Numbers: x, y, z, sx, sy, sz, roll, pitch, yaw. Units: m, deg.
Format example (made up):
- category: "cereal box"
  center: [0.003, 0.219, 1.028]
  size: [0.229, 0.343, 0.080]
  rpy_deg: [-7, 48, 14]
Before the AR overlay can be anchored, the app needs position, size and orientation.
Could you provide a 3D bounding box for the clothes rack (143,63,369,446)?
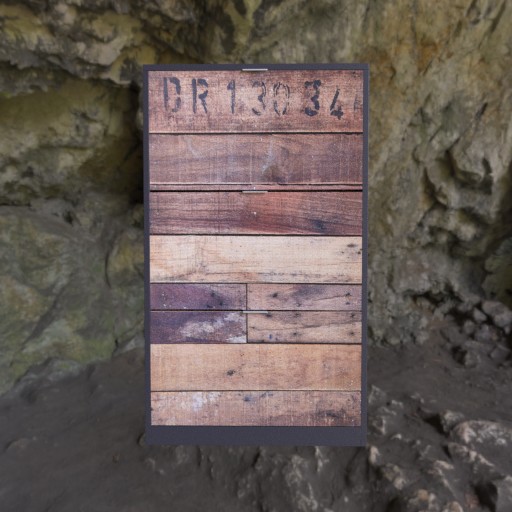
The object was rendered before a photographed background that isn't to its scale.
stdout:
- category: "clothes rack"
  center: [0.000, 0.000, 1.601]
  size: [0.750, 1.280, 0.250]
  rpy_deg: [0, 2, 1]
